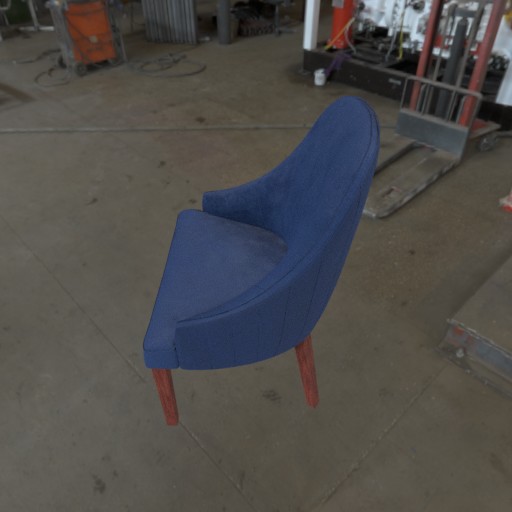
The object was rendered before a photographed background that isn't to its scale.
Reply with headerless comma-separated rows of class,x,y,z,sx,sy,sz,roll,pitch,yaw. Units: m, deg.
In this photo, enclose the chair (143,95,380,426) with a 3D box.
chair,0.000,0.000,1.324,0.575,0.889,0.643,1,40,1
